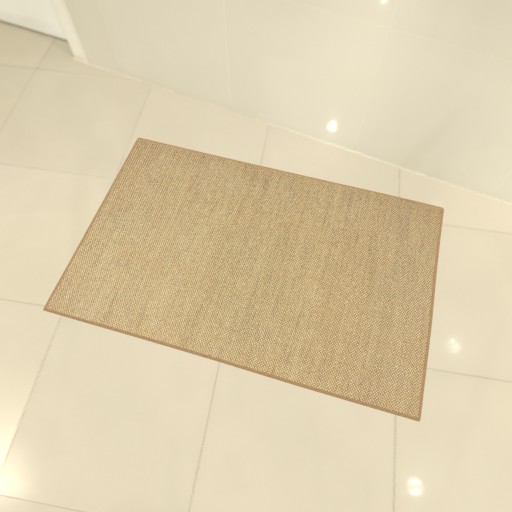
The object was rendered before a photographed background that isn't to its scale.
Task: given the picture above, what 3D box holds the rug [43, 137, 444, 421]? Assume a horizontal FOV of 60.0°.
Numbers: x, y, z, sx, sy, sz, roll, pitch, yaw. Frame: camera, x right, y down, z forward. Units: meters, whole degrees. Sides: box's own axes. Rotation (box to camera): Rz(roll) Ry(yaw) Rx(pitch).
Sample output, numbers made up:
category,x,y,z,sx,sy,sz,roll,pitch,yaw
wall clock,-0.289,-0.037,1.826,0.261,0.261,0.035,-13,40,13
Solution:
category,x,y,z,sx,sy,sz,roll,pitch,yaw
rug,0.000,0.000,2.099,1.668,0.012,1.061,15,63,8
